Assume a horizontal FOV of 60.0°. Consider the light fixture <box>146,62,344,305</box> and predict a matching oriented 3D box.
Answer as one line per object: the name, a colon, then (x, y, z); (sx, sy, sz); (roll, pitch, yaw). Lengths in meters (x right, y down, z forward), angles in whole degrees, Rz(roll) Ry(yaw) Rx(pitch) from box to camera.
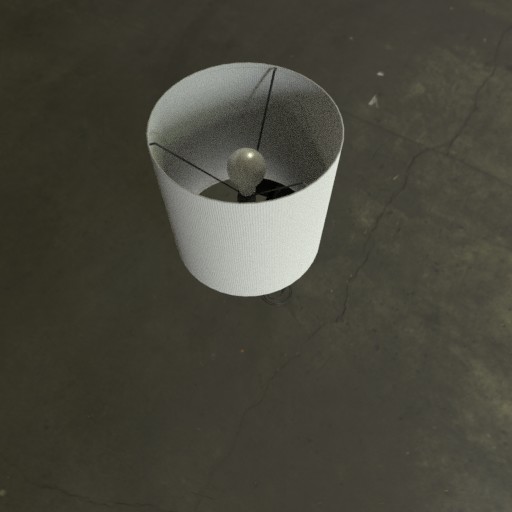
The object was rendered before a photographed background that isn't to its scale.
light fixture: (0.000, 0.000, 0.691); (0.188, 0.589, 0.248); (17, 61, 10)
